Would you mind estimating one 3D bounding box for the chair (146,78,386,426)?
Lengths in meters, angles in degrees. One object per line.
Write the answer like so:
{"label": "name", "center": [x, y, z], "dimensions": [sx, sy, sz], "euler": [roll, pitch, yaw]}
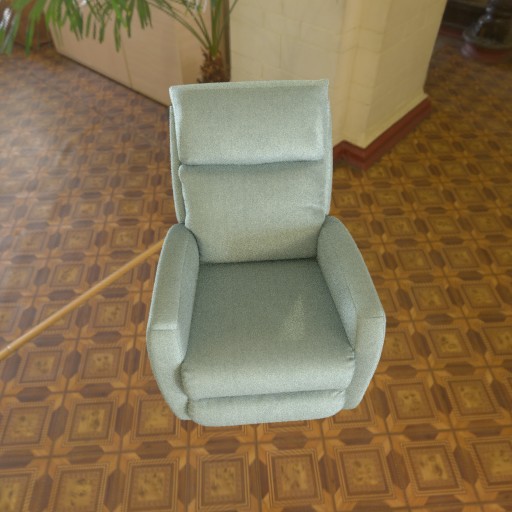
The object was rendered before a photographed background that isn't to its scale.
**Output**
{"label": "chair", "center": [0.000, 0.000, 1.699], "dimensions": [0.812, 1.013, 0.940], "euler": [-3, 47, -3]}
